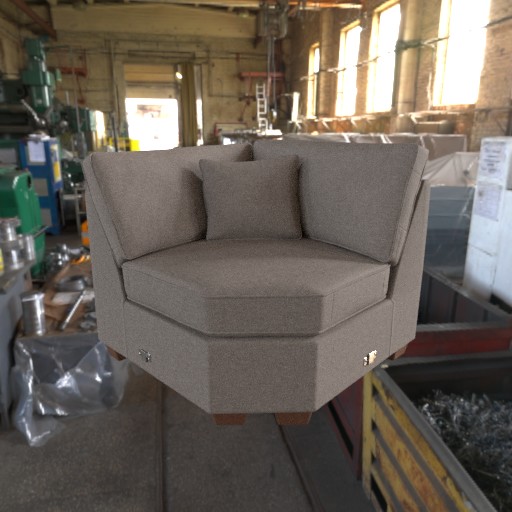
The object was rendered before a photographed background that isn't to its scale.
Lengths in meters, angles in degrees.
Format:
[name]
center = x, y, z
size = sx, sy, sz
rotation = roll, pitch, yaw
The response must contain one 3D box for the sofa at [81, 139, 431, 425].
[sofa]
center = 0.000, 0.000, 1.889
size = 1.050, 0.951, 1.042
rotation = -15, 21, -43
